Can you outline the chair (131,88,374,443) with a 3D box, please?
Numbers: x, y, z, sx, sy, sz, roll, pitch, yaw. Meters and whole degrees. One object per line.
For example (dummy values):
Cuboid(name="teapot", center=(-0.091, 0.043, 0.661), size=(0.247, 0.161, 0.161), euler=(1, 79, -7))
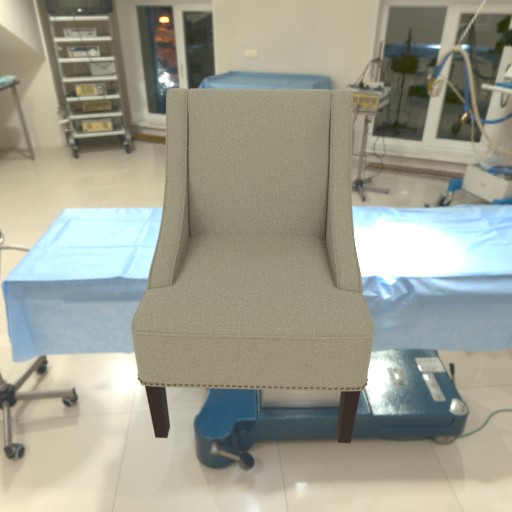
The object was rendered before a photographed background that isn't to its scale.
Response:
Cuboid(name="chair", center=(0.000, 0.000, 1.365), size=(0.610, 0.864, 0.737), euler=(1, 30, 2))
